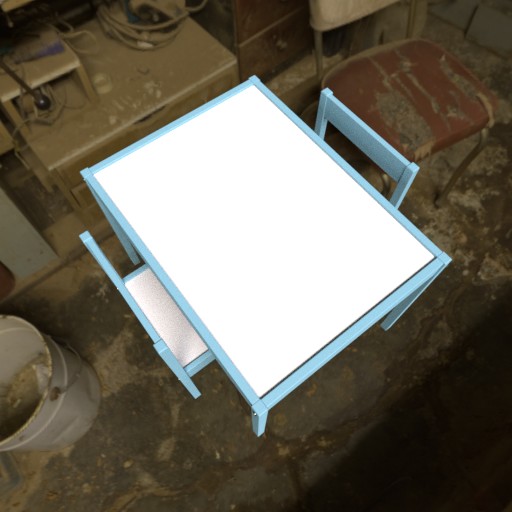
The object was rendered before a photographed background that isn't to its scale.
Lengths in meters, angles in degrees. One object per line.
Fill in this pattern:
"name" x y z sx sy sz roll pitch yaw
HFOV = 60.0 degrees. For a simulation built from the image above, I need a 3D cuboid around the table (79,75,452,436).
"table" 0.000 0.000 1.100 0.633 0.503 0.639 -35 69 -16
